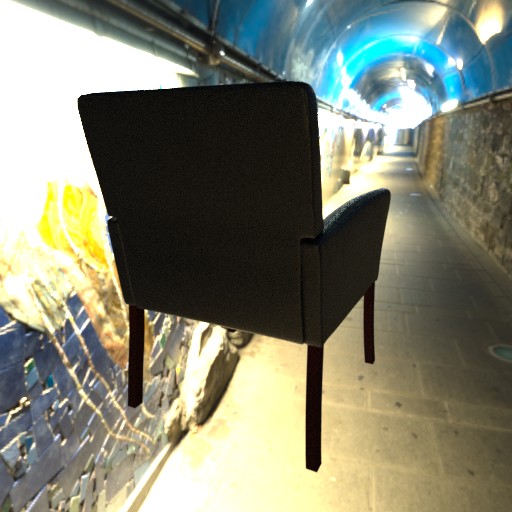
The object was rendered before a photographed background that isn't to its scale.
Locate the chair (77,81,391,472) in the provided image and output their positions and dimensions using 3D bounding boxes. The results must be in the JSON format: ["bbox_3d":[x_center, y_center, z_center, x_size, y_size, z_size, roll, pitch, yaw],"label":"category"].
[{"bbox_3d":[0.000,0.000,1.419,0.683,0.951,0.772,8,17,26],"label":"chair"}]
